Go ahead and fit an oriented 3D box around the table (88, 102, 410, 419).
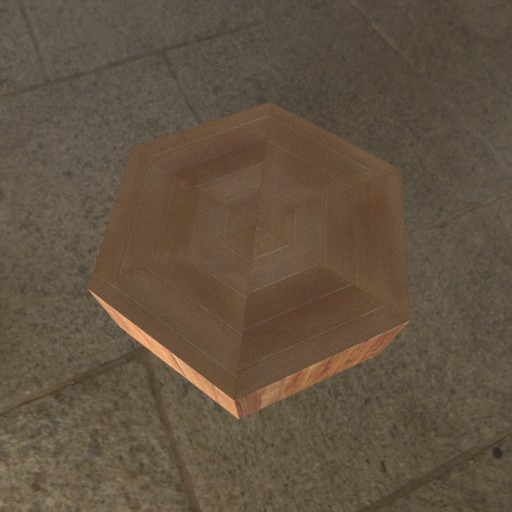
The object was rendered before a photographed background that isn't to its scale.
[{"bbox_3d":[0.000,0.000,1.700,1.154,0.456,1.000,33,67,16],"label":"table"}]
